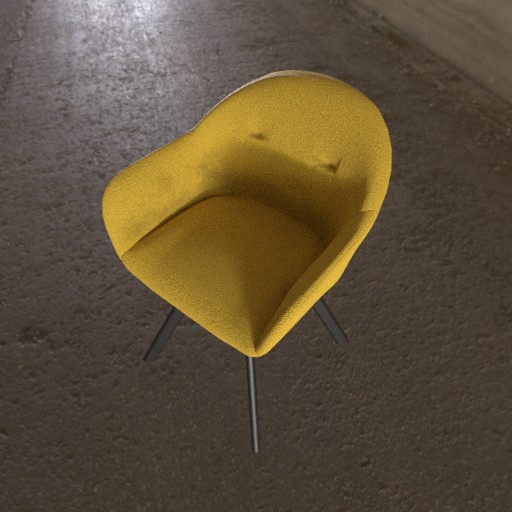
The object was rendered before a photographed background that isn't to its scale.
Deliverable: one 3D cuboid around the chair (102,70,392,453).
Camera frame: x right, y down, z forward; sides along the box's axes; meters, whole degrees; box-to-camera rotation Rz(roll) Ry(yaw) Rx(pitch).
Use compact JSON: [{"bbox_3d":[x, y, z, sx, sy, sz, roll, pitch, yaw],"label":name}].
[{"bbox_3d":[0.000,0.000,1.155,0.545,0.775,0.565,30,53,26],"label":"chair"}]
